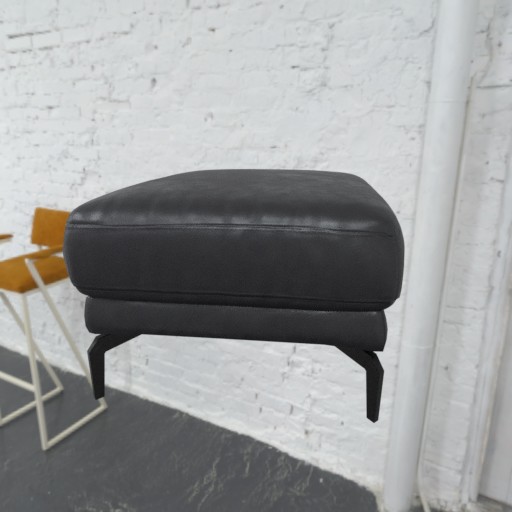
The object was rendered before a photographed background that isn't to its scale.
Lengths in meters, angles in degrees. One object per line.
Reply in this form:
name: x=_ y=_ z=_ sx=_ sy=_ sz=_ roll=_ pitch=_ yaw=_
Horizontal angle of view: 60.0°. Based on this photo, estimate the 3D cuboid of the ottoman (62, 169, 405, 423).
ottoman: x=0.000 y=0.000 z=1.072 sx=0.570 sy=0.402 sz=0.764 roll=2 pitch=15 yaw=8
